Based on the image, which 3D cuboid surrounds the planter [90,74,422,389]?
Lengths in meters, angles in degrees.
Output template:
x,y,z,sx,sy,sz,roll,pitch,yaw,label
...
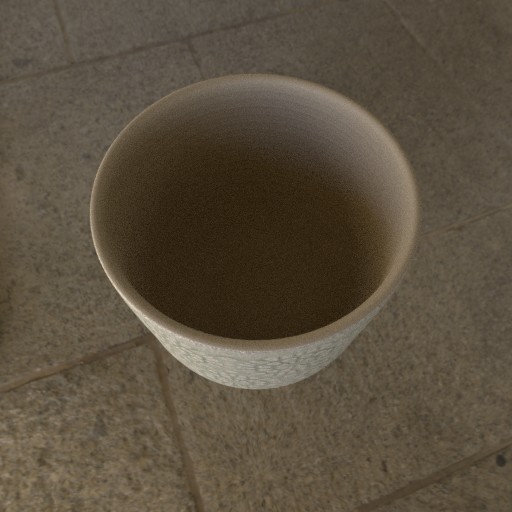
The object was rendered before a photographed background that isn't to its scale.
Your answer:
x,y,z,sx,sy,sz,roll,pitch,yaw,label
0.000,0.000,0.296,0.169,0.153,0.169,0,63,0,planter
